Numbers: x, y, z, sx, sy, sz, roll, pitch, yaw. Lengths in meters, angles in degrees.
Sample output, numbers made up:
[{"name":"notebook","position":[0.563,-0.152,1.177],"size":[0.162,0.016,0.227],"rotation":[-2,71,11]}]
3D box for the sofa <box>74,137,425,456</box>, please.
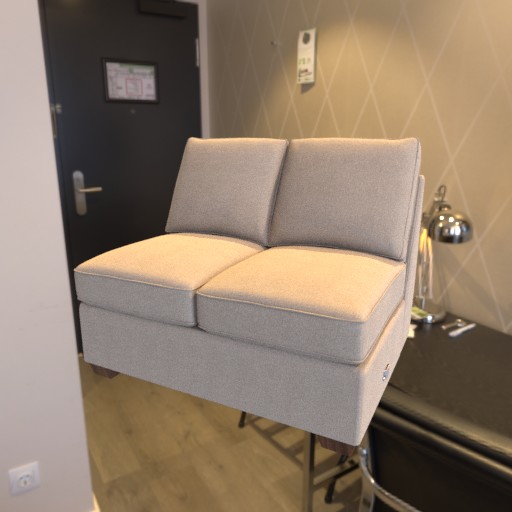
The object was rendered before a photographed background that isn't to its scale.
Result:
[{"name":"sofa","position":[0.000,0.000,1.941],"size":[1.232,1.006,0.978],"rotation":[8,17,26]}]
